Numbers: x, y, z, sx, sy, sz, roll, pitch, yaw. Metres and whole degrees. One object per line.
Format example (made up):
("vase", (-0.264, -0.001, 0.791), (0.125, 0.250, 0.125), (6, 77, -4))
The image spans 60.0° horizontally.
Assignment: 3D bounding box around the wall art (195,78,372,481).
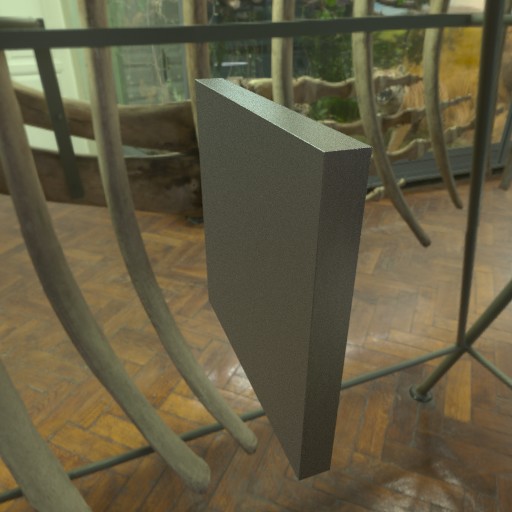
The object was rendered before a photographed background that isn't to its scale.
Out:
("wall art", (0.000, 0.000, 0.526), (0.038, 0.350, 0.350), (-11, 31, -18))
